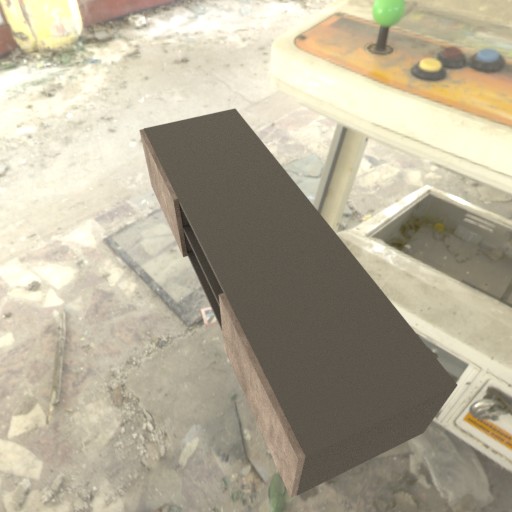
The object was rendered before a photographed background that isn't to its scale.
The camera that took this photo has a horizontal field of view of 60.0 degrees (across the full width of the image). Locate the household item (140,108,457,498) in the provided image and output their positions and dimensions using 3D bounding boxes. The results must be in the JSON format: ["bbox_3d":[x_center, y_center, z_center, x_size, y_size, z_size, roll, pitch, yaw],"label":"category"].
[{"bbox_3d":[0.000,0.000,1.532,0.420,0.310,1.400,-18,50,-16],"label":"household item"}]
